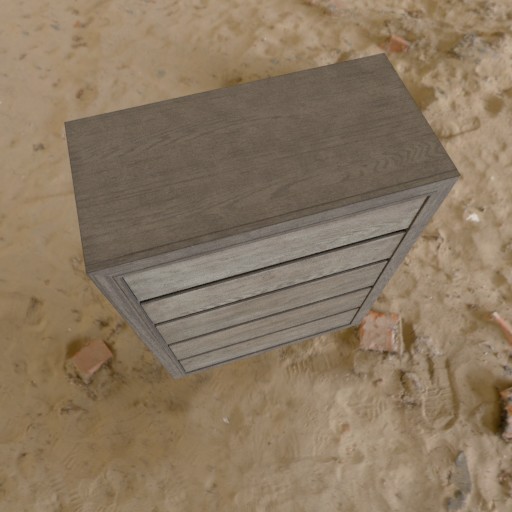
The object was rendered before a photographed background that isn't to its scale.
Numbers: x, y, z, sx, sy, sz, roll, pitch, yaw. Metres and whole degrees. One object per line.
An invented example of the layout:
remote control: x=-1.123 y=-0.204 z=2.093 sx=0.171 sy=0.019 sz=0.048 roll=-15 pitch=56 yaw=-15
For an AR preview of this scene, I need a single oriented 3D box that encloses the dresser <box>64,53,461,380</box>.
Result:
dresser: x=0.000 y=0.000 z=1.767 sx=0.967 sy=1.295 sz=0.483 roll=-15 pitch=64 yaw=-7
